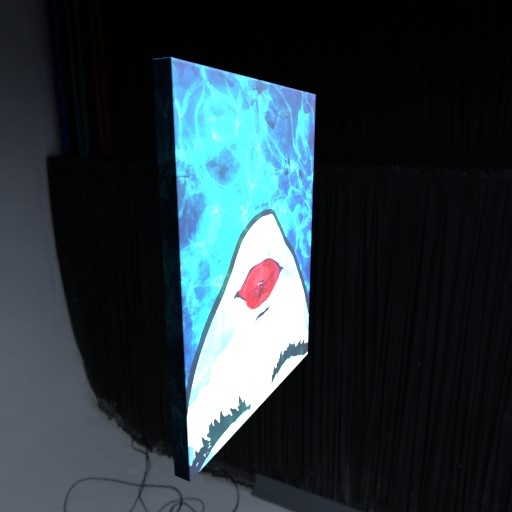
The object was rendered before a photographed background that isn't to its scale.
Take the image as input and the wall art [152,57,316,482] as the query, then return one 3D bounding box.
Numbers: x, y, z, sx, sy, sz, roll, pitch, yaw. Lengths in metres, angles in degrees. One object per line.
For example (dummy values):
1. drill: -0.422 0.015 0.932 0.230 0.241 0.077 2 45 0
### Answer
1. wall art: 0.000 0.000 1.030 0.038 0.760 0.609 8 16 27
